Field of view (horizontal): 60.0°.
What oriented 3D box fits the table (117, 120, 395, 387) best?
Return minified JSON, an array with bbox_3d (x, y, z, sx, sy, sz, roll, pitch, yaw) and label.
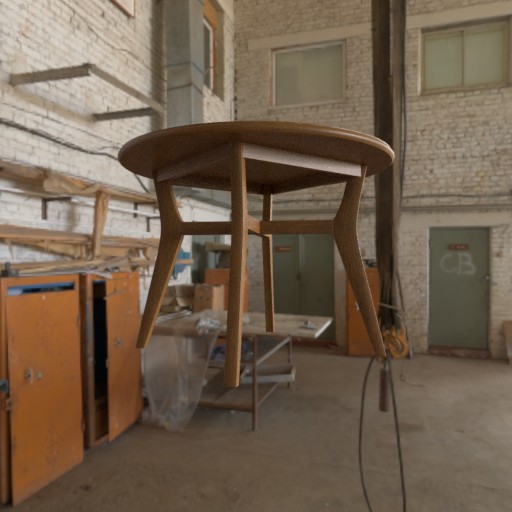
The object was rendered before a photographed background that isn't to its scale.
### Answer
[{"bbox_3d":[0.000,0.000,1.767,1.055,0.757,1.055,0,0,0],"label":"table"}]
